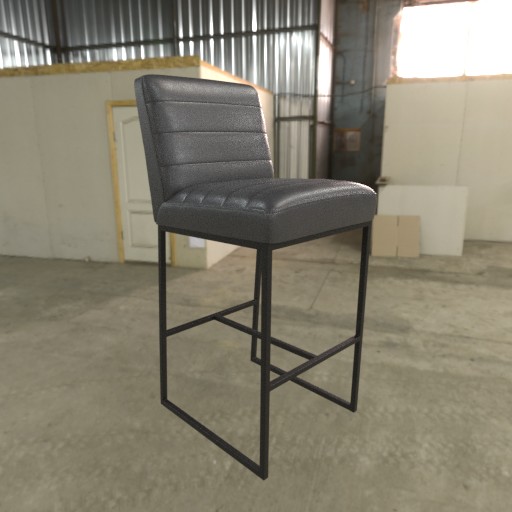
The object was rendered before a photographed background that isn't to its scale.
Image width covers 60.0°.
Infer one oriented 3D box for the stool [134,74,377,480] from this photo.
[{"bbox_3d":[0.000,0.000,1.345,0.457,1.040,0.552,-14,21,-43],"label":"stool"}]
